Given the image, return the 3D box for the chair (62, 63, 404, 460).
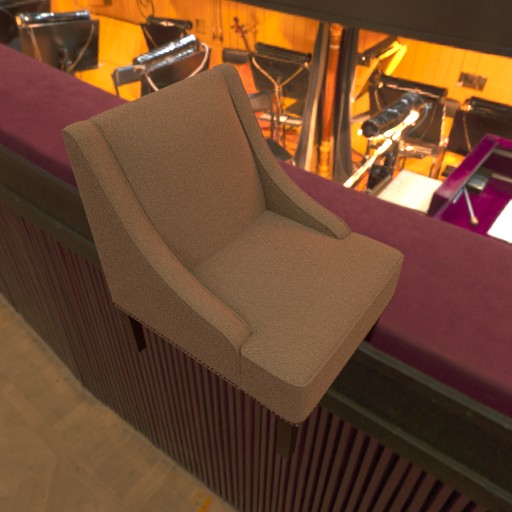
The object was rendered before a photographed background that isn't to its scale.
[{"bbox_3d":[0.000,0.000,1.373,0.748,0.872,0.628,26,47,27],"label":"chair"}]
